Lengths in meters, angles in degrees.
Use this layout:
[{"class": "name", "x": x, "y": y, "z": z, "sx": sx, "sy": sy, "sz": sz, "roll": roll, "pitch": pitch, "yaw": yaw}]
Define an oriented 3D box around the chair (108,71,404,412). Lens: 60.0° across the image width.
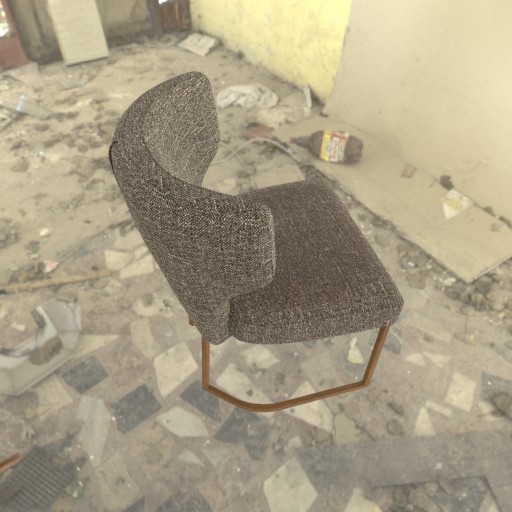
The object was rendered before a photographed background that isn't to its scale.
[{"class": "chair", "x": 0.000, "y": 0.000, "z": 1.216, "sx": 0.617, "sy": 0.824, "sz": 0.611, "roll": -11, "pitch": 46, "yaw": -11}]
